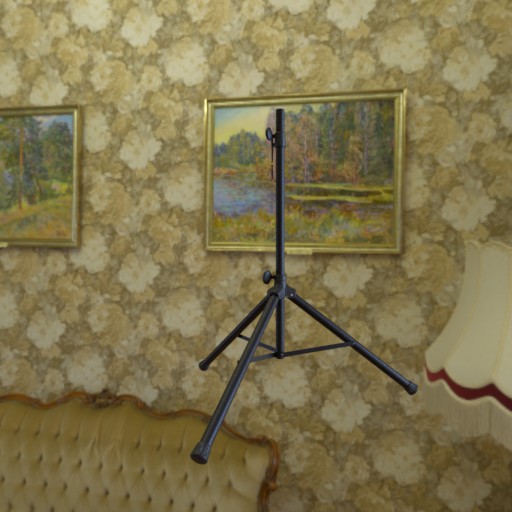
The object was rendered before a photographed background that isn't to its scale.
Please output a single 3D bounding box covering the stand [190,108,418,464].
[{"bbox_3d":[0.000,0.000,1.844,1.045,1.136,0.907,0,0,-36],"label":"stand"}]
